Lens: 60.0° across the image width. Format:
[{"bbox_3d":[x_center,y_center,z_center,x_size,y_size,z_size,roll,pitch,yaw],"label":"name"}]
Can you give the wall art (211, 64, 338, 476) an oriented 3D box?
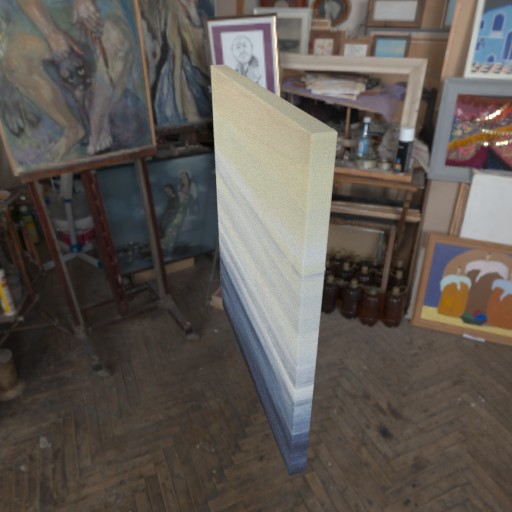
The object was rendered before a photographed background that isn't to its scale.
[{"bbox_3d":[0.000,0.000,0.985,0.041,0.710,0.608,-9,32,-14],"label":"wall art"}]
